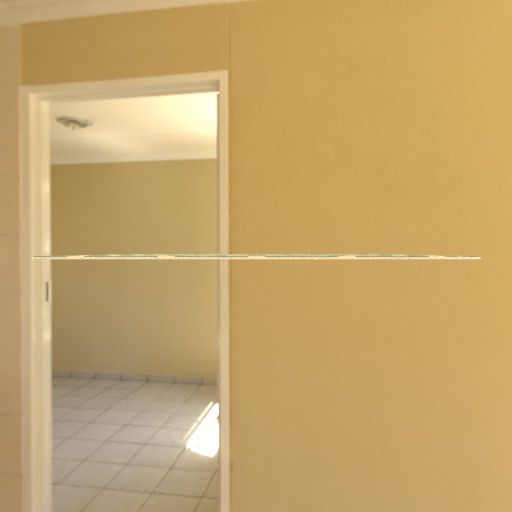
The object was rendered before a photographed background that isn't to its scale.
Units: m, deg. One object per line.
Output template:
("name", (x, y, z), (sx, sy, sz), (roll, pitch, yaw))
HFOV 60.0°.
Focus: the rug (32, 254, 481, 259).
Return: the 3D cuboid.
("rug", (0.000, 0.000, 4.235), (3.049, 0.021, 2.466), (0, 1, 0))
